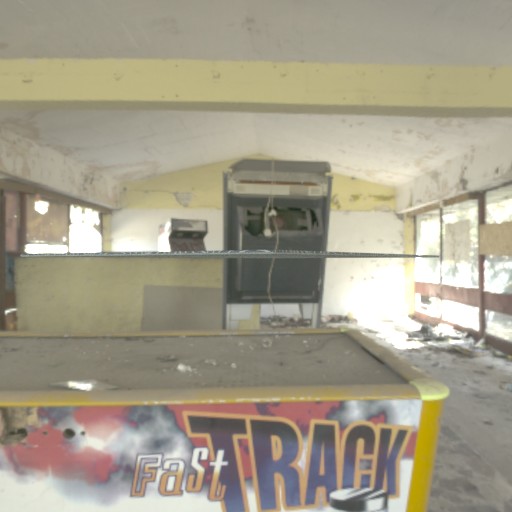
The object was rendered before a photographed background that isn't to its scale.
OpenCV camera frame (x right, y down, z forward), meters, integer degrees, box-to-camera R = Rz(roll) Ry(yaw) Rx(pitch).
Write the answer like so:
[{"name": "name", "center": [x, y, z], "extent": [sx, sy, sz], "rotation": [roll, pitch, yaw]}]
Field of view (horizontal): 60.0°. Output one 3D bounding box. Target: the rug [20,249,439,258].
[{"name": "rug", "center": [0.000, 0.000, 4.042], "extent": [2.456, 0.021, 3.042], "rotation": [0, -1, 36]}]
